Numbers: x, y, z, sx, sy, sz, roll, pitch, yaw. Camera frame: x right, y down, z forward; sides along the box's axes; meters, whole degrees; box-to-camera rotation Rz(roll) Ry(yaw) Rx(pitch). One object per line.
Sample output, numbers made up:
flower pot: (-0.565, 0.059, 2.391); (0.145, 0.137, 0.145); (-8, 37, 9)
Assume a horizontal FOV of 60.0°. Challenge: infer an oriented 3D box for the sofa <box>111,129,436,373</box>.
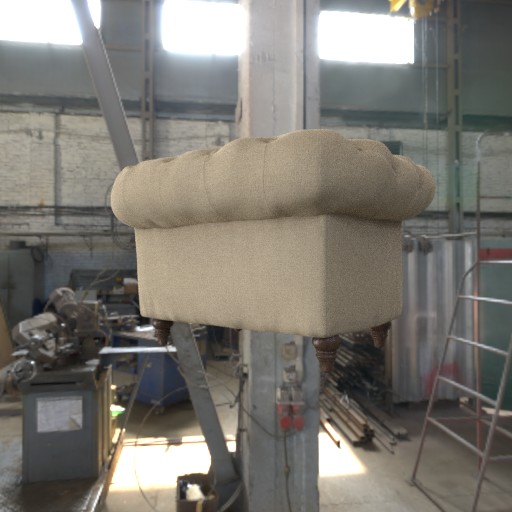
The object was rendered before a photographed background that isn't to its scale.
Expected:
sofa: (0.000, 0.000, 2.069); (1.405, 0.878, 1.034); (-1, -1, 37)
